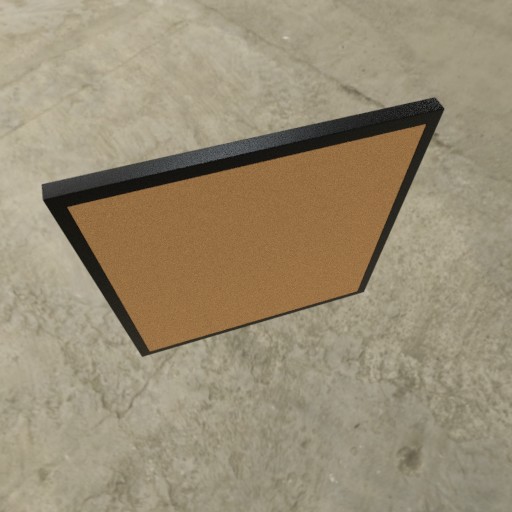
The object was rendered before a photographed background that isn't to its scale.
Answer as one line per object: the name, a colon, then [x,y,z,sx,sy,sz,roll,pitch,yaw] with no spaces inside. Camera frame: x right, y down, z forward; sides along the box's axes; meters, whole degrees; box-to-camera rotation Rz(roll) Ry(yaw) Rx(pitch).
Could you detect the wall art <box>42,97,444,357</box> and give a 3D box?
wall art: [0.000,0.000,1.126,0.755,0.761,0.038,-15,59,-9]
